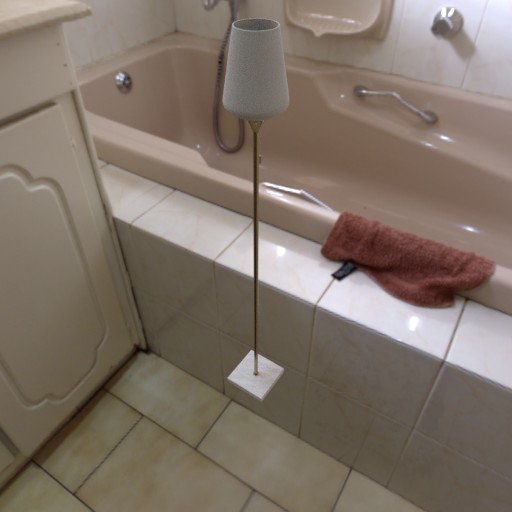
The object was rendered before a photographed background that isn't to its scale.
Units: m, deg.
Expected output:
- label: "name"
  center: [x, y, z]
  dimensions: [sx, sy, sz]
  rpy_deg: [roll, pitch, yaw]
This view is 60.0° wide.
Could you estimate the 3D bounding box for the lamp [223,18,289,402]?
- label: "lamp"
  center: [0.000, 0.000, 1.901]
  dimensions: [0.229, 1.813, 0.232]
  rpy_deg: [24, 47, 25]
